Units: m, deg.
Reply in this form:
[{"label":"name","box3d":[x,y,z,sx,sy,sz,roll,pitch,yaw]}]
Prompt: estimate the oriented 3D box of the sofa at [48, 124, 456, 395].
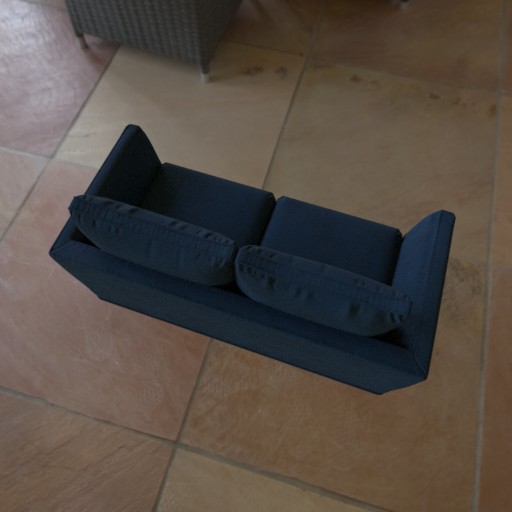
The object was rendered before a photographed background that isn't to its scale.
[{"label":"sofa","box3d":[0.000,0.000,2.317,1.770,1.002,0.853,17,65,8]}]
